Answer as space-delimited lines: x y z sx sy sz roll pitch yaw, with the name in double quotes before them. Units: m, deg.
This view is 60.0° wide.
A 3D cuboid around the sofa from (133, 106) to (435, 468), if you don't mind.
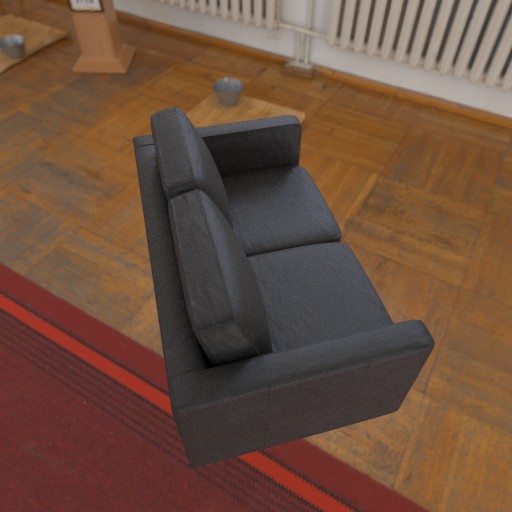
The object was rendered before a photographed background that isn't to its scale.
"sofa" 0.000 0.000 1.962 0.879 0.899 1.430 -11 49 -10
